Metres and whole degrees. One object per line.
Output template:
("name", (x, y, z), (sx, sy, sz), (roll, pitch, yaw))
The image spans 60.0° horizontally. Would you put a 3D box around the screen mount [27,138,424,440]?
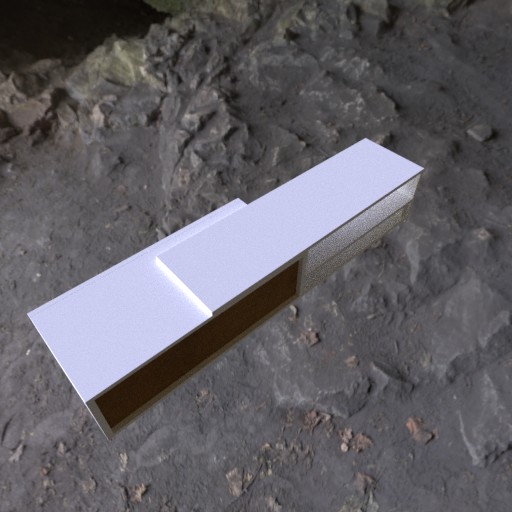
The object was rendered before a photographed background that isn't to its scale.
("screen mount", (0.000, 0.000, 1.864), (1.680, 0.320, 0.420), (-33, 55, -27))
